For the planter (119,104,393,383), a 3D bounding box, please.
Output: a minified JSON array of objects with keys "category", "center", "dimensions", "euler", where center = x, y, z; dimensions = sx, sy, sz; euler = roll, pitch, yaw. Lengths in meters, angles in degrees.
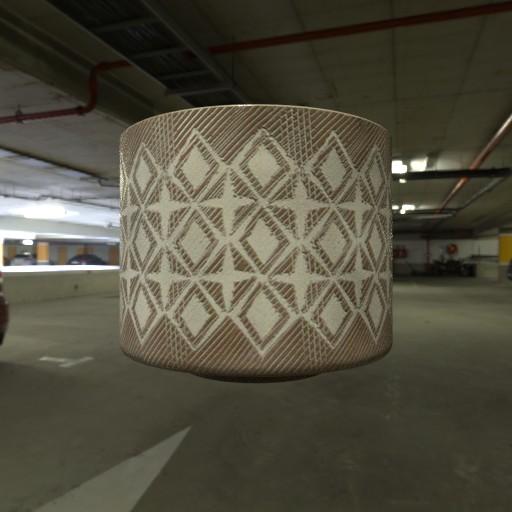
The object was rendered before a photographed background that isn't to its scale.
[{"category":"planter","center":[0.000,0.000,0.215],"dimensions":[0.126,0.104,0.126],"euler":[0,0,0]}]
